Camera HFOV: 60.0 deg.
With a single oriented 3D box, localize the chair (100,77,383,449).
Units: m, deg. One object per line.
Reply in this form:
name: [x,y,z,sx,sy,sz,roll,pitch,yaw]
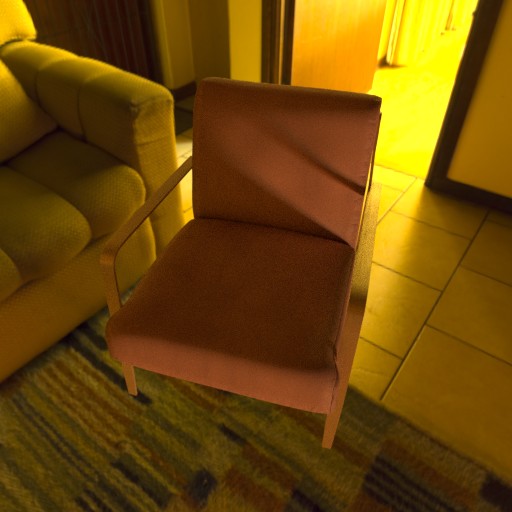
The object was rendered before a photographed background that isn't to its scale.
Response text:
chair: [0.000,0.000,1.432,0.701,0.823,0.848,11,43,12]
